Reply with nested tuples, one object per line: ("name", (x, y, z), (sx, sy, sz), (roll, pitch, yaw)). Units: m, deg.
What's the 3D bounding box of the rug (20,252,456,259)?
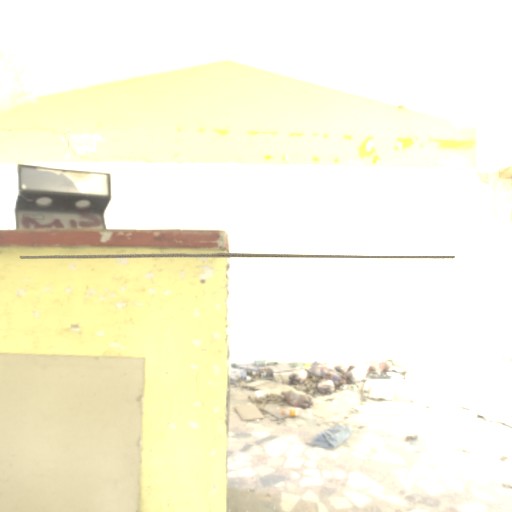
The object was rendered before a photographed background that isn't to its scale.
("rug", (0.000, 0.000, 4.190), (3.202, 0.045, 2.434), (0, 0, 18))
